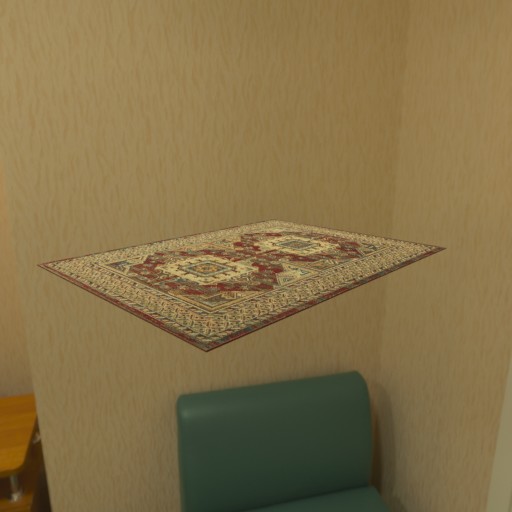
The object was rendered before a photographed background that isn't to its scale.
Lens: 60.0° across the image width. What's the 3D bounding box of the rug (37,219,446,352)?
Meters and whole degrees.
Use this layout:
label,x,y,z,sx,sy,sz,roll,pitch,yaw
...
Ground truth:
label,x,y,z,sx,sy,sz,roll,pitch,yaw
rug,0.000,0.000,4.286,2.381,0.013,3.197,14,21,42
